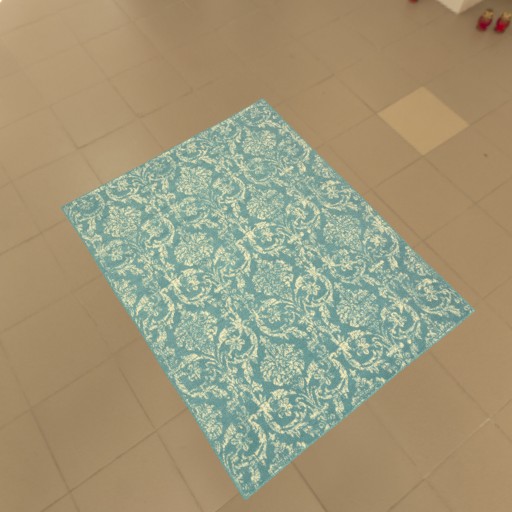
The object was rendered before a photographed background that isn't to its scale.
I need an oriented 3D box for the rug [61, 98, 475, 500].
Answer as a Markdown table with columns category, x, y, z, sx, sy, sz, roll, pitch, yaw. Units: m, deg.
| category | x | y | z | sx | sy | sz | roll | pitch | yaw |
| --- | --- | --- | --- | --- | --- | --- | --- | --- | --- |
| rug | 0.000 | 0.000 | 3.927 | 2.363 | 0.012 | 2.980 | -33 | 68 | -15 |
